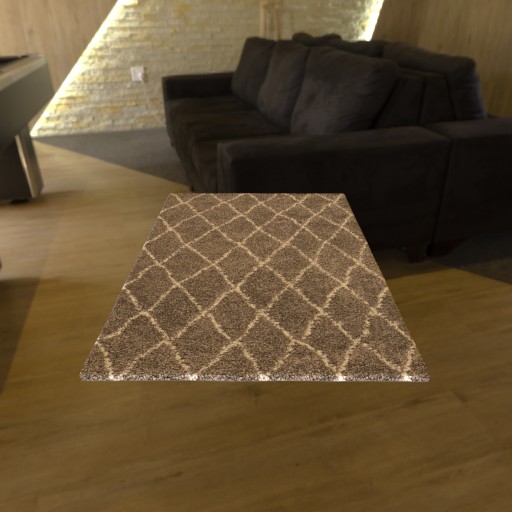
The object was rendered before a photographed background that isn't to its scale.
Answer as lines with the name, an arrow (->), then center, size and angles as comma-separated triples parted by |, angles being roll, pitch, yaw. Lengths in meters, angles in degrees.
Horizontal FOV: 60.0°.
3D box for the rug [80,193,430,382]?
rug -> 0.000, 0.000, 2.310 | 1.219, 0.030, 1.778 | 0, 29, 0
